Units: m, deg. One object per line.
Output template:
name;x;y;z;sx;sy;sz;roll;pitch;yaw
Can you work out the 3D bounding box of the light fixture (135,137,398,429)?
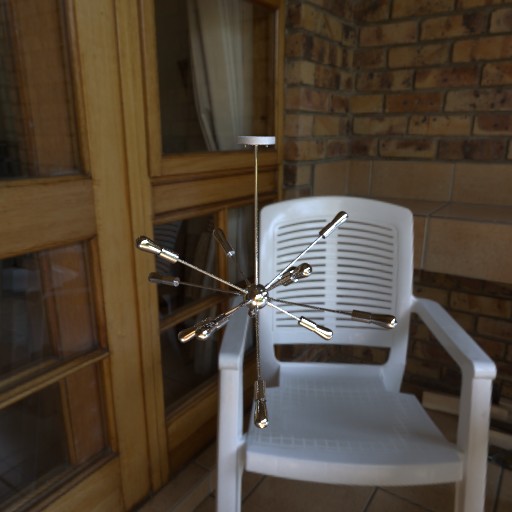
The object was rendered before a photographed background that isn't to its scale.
light fixture;0.000;0.000;1.074;0.684;0.558;0.509;8;18;27
